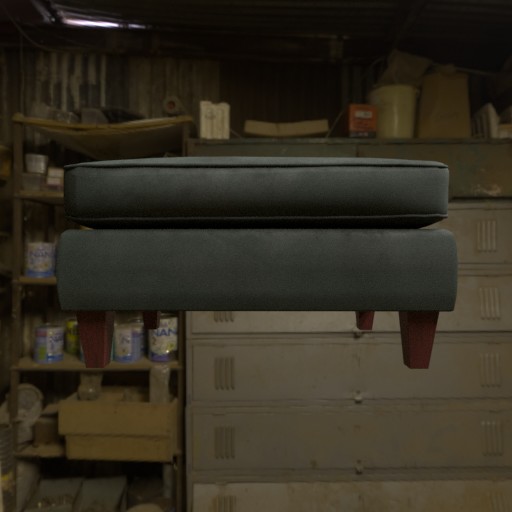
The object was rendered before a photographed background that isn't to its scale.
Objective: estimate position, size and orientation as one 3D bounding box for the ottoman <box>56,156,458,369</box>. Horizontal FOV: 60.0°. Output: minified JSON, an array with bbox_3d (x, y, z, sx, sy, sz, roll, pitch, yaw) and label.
[{"bbox_3d":[0.000,0.000,1.250,0.864,0.495,0.632,0,0,1],"label":"ottoman"}]
